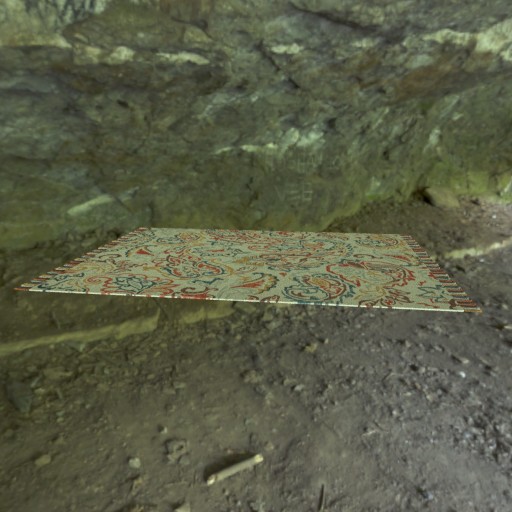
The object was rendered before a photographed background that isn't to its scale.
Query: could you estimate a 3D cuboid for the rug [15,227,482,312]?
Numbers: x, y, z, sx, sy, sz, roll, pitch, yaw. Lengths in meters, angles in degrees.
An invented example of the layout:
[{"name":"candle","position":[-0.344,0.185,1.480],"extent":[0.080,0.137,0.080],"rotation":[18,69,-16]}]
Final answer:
[{"name":"rug","position":[0.000,0.000,4.229],"extent":[3.274,0.015,2.439],"rotation":[2,15,8]}]
